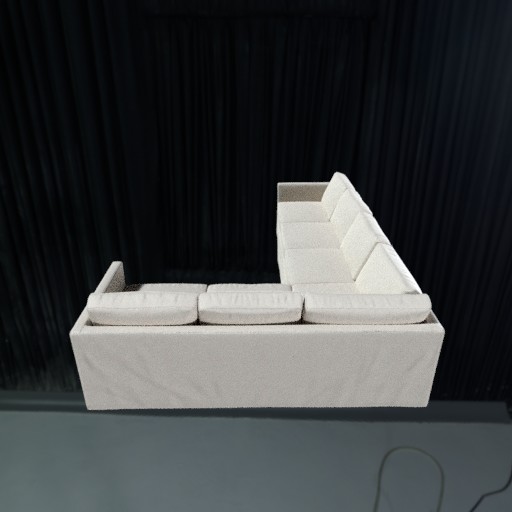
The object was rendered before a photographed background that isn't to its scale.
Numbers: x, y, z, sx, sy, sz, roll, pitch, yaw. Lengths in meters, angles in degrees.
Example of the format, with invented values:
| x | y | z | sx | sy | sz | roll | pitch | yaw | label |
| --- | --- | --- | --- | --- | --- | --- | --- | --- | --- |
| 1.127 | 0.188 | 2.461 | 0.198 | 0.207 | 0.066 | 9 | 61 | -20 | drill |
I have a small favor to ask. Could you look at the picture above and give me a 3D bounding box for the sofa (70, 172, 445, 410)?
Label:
| x | y | z | sx | sy | sz | roll | pitch | yaw | label |
| --- | --- | --- | --- | --- | --- | --- | --- | --- | --- |
| 0.000 | 0.000 | 4.352 | 2.432 | 0.871 | 3.182 | 0 | 27 | 0 | sofa |
